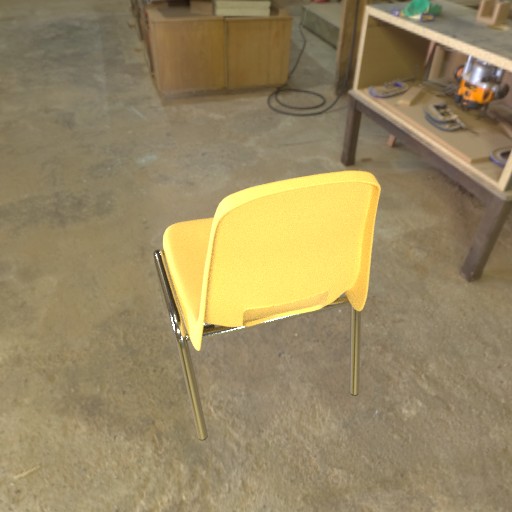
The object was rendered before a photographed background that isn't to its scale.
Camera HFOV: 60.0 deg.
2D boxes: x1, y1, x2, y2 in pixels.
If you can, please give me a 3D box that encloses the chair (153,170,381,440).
[{"bbox_3d":[0.000,0.000,0.801,0.354,0.536,0.385,-12,42,-13],"label":"chair"}]
